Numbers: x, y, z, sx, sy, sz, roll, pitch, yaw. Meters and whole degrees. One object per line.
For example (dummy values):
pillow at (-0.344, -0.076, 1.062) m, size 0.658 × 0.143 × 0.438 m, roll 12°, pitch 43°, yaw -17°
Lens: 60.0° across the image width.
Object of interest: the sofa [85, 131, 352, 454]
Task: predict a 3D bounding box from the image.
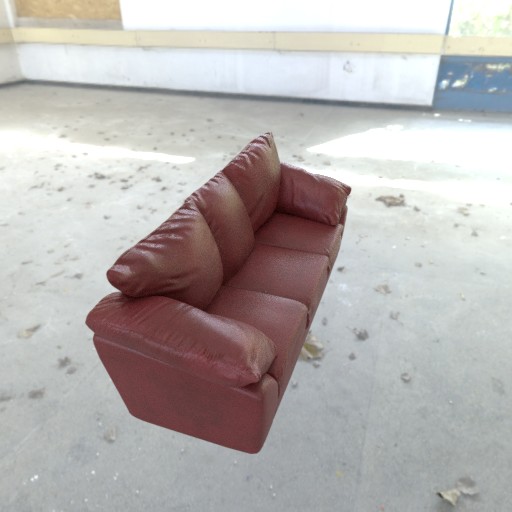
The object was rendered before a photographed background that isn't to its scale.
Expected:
sofa at (0.000, 0.000, 2.914) m, size 0.907 × 1.091 × 2.390 m, roll 10°, pitch 32°, yaw 17°
